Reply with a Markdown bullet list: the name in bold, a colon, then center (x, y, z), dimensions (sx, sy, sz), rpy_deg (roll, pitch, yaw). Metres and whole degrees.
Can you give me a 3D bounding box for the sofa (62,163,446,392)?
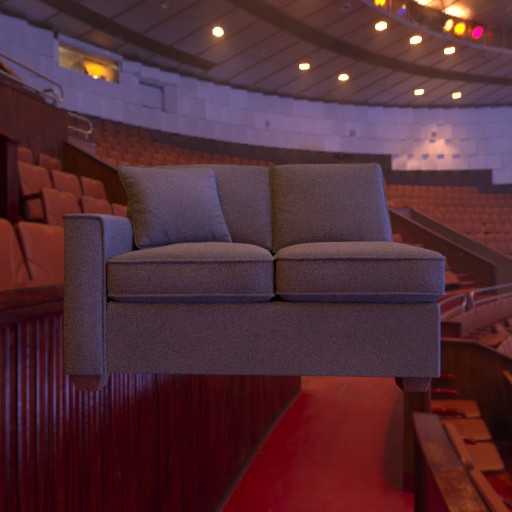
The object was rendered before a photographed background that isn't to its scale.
- **sofa**: center (0.000, 0.000, 2.046), dimensions (1.388, 0.989, 0.991), rpy_deg (0, 0, 1)
